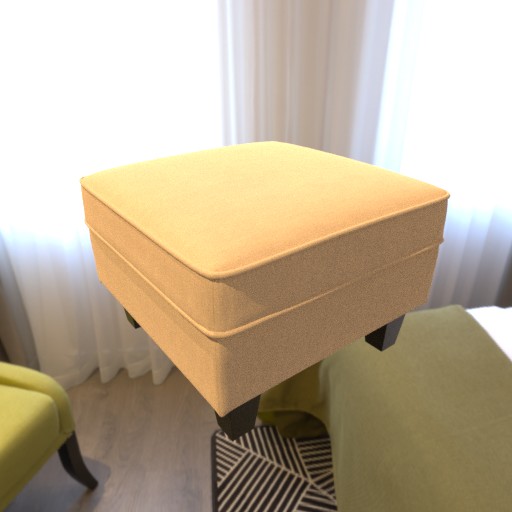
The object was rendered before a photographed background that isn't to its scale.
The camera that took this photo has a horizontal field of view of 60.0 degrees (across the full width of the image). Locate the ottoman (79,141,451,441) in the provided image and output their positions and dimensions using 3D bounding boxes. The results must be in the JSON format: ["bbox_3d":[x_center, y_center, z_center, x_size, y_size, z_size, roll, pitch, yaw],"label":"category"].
[{"bbox_3d":[0.000,0.000,1.053,0.616,0.438,0.613,-19,32,-33],"label":"ottoman"}]
